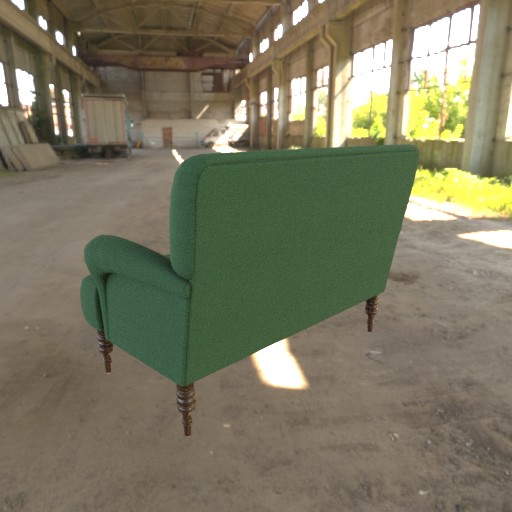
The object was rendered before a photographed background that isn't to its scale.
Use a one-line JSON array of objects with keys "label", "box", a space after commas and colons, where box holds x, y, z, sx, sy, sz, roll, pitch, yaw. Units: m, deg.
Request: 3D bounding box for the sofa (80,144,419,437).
[{"label": "sofa", "box": [0.000, 0.000, 1.830, 1.297, 0.889, 0.779, -15, 22, -42]}]
